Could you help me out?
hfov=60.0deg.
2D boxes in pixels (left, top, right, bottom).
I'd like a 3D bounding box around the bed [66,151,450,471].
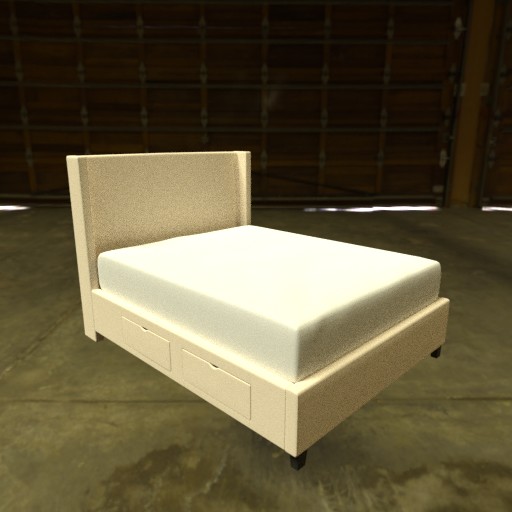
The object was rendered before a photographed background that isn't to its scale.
[{"bbox_3d":[0.000,0.000,3.348,2.280,1.471,1.765,14,20,43],"label":"bed"}]
